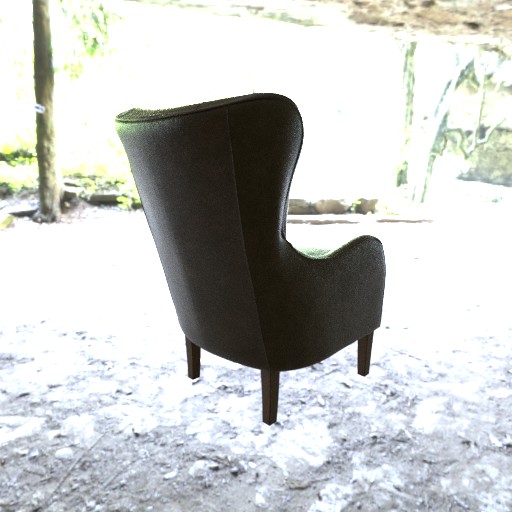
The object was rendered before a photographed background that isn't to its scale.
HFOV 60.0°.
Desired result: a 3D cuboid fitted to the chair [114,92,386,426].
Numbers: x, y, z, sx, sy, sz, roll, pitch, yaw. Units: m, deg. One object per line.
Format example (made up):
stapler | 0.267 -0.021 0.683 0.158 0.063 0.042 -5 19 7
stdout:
chair | 0.000 0.000 1.627 0.914 1.048 0.692 -14 19 -43
